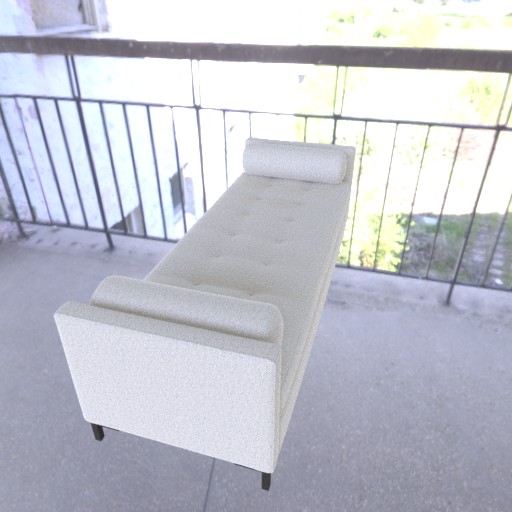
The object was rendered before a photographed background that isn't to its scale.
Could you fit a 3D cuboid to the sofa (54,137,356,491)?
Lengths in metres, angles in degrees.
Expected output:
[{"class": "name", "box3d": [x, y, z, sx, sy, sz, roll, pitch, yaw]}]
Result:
[{"class": "sofa", "box3d": [0.000, 0.000, 2.241, 0.746, 0.641, 1.985, 9, 32, 15]}]
